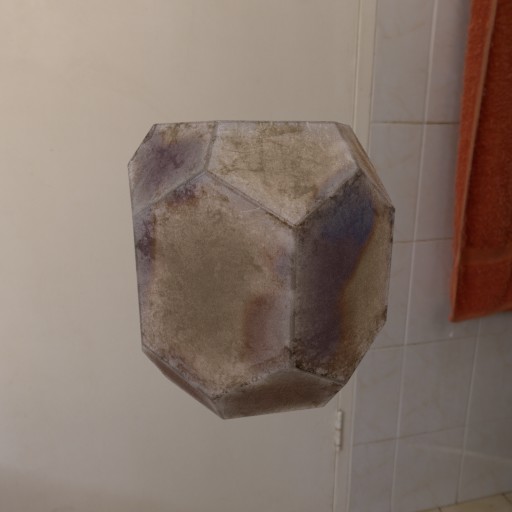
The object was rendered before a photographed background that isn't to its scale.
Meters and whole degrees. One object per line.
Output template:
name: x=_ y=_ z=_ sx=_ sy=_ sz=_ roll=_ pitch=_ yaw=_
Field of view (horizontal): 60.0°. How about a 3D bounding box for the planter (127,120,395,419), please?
planter: x=0.000 y=0.000 z=0.417 sx=0.221 sy=0.238 sz=0.243 roll=-3 pitch=15 yaw=-12
